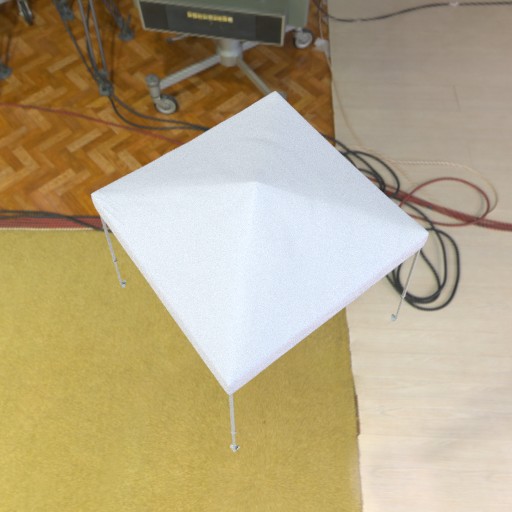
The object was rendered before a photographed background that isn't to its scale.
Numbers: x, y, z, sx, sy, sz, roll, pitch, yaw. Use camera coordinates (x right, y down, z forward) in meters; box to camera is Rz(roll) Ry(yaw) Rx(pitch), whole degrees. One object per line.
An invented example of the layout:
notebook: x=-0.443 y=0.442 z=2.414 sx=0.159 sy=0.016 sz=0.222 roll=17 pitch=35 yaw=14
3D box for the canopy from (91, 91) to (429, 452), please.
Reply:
canopy: x=0.000 y=0.000 z=5.109 sx=2.849 sy=2.850 sz=2.850 roll=-34 pitch=68 yaw=-16
